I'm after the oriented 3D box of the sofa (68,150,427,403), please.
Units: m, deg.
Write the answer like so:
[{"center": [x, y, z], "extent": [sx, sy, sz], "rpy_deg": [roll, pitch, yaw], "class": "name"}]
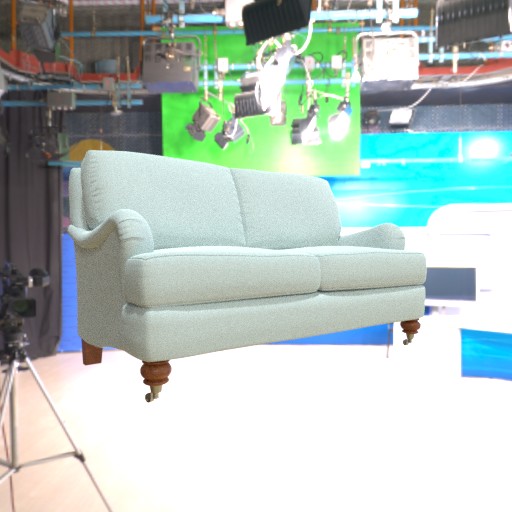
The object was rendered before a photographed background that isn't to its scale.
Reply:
[{"center": [0.000, 0.000, 2.523], "extent": [1.853, 1.101, 1.084], "rpy_deg": [-1, 1, -37], "class": "sofa"}]
